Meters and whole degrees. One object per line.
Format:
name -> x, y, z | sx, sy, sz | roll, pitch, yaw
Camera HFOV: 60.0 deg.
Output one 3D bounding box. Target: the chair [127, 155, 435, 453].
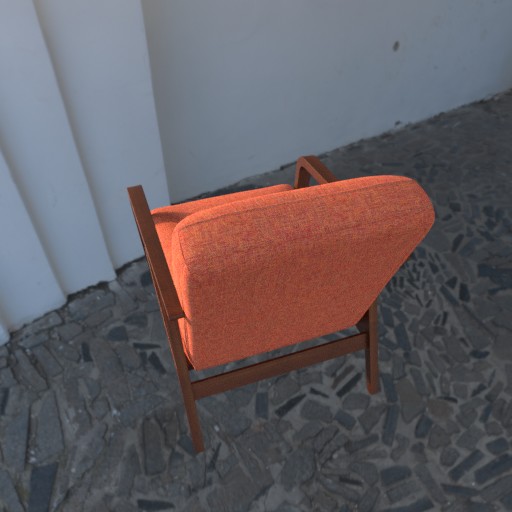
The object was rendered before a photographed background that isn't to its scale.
chair -> 0.000, 0.000, 1.482 | 0.719, 0.890, 0.860 | -13, 43, -14
